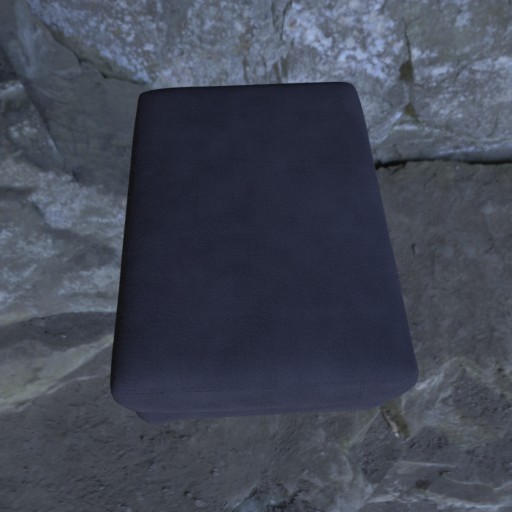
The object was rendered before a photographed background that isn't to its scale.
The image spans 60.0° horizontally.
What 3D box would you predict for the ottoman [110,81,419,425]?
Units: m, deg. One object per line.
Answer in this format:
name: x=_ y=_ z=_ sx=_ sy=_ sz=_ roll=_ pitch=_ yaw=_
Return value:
ottoman: x=0.000 y=0.000 z=1.121 sx=0.574 sy=0.497 sz=0.773 roll=-3 pitch=63 yaw=-1
